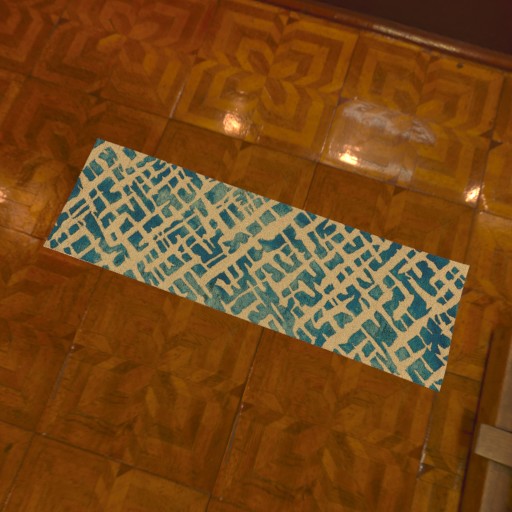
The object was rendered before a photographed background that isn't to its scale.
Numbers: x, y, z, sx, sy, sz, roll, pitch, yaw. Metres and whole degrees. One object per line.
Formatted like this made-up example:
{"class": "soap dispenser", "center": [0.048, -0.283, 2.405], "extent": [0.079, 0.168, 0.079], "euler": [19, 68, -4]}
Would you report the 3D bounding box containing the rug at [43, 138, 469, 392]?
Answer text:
{"class": "rug", "center": [0.000, 0.000, 2.653], "extent": [2.446, 0.011, 0.768], "euler": [20, 76, 5]}
